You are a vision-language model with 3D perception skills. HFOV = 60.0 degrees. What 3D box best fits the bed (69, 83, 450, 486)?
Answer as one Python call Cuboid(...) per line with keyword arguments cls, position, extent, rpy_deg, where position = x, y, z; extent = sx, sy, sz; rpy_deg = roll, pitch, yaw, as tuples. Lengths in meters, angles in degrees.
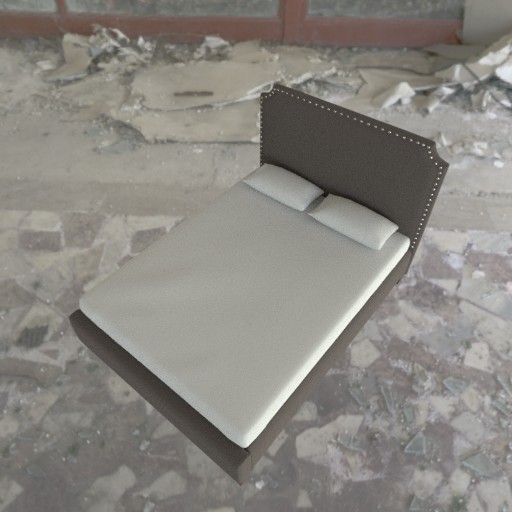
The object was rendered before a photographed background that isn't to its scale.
Cuboid(cls="bed", position=(0.000, 0.000, 3.359), extent=(1.713, 1.443, 2.372), rpy_deg=(31, 54, 26))
